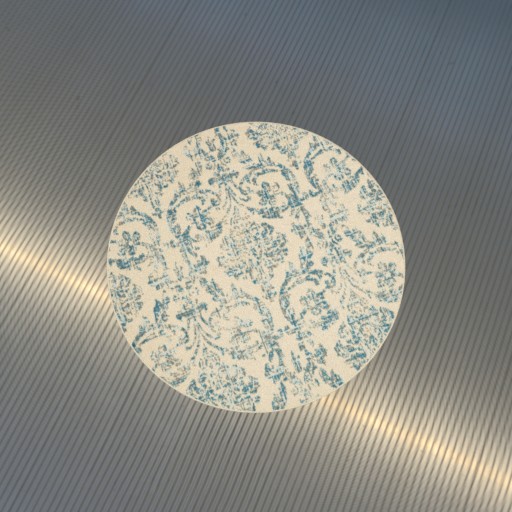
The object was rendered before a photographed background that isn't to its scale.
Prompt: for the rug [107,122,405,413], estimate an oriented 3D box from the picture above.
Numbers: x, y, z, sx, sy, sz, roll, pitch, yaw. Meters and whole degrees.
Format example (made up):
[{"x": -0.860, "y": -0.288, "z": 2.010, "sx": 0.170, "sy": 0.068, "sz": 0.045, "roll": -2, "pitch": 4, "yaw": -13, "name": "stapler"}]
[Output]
[{"x": 0.000, "y": 0.000, "z": 2.371, "sx": 1.593, "sy": 0.012, "sz": 1.593, "roll": 0, "pitch": 77, "yaw": 0, "name": "rug"}]
